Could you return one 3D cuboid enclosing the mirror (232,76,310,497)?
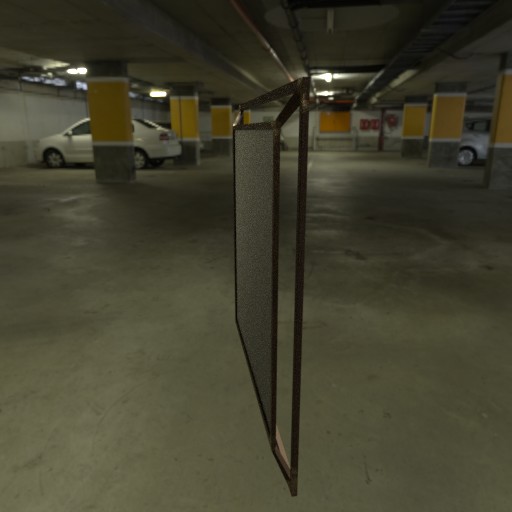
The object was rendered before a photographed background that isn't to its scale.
[{"bbox_3d":[0.000,0.000,0.896,0.032,0.610,0.610,-2,16,-9],"label":"mirror"}]
